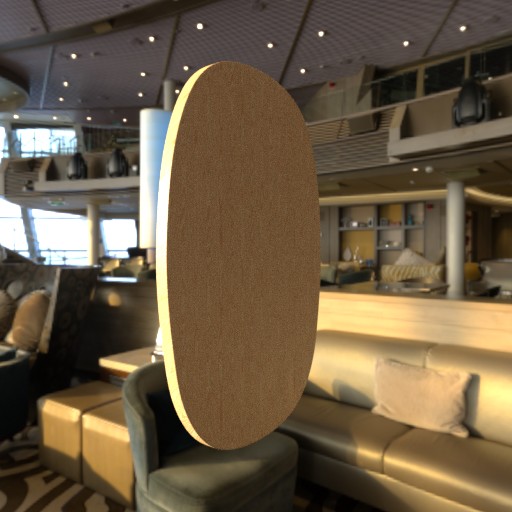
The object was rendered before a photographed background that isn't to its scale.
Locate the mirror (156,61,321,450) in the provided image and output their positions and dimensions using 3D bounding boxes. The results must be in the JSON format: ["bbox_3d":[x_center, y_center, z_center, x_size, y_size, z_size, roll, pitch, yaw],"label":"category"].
[{"bbox_3d":[0.000,0.000,1.305,0.037,1.075,0.724,0,1,37],"label":"mirror"}]
